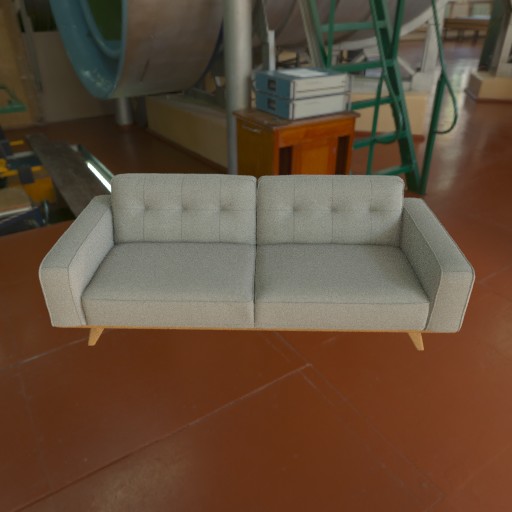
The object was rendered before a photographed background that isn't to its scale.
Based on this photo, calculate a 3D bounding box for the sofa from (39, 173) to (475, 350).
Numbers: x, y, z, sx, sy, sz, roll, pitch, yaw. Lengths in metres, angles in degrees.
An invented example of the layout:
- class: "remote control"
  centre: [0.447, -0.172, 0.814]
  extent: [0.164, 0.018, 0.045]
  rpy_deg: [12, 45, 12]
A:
- class: "sofa"
  centre: [0.000, 0.000, 2.734]
  extent: [2.270, 0.781, 0.956]
  rpy_deg: [1, 31, 1]
